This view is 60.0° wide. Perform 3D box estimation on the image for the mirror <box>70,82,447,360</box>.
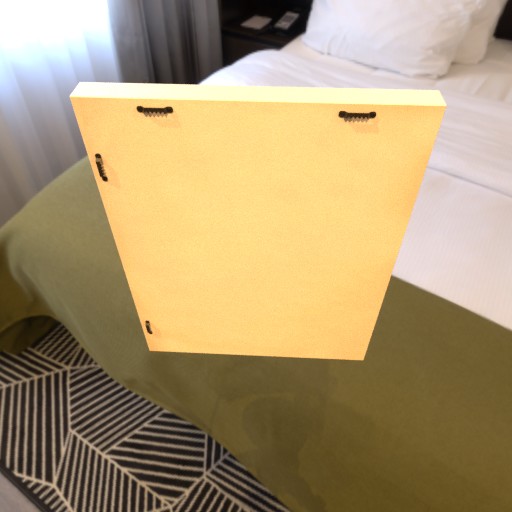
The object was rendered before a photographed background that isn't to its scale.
[{"bbox_3d":[0.000,0.000,0.668,0.406,0.509,0.041,2,46,2],"label":"mirror"}]
